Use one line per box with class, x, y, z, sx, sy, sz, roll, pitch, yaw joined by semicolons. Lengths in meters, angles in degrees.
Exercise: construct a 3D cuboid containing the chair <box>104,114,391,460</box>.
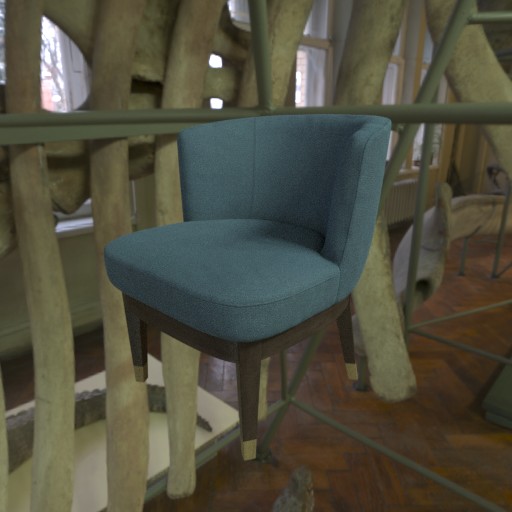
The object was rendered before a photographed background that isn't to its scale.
chair;0.000;0.000;1.244;0.661;0.760;0.702;16;24;41
